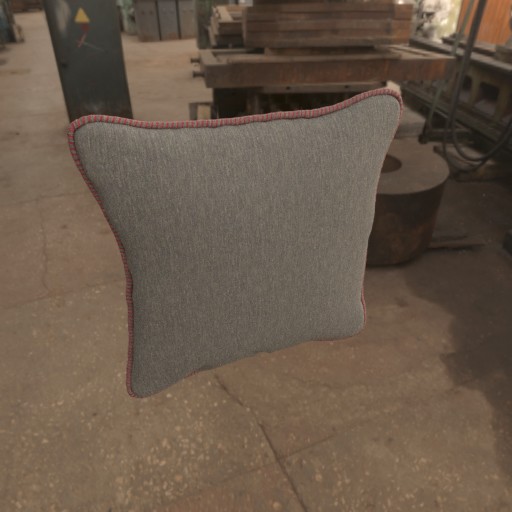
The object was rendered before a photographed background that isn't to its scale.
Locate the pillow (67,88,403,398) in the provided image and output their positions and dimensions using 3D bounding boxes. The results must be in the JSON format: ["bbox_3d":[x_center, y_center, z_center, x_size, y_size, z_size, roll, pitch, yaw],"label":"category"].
[{"bbox_3d":[0.000,0.000,0.719,0.482,0.491,0.124,-12,34,-18],"label":"pillow"}]
